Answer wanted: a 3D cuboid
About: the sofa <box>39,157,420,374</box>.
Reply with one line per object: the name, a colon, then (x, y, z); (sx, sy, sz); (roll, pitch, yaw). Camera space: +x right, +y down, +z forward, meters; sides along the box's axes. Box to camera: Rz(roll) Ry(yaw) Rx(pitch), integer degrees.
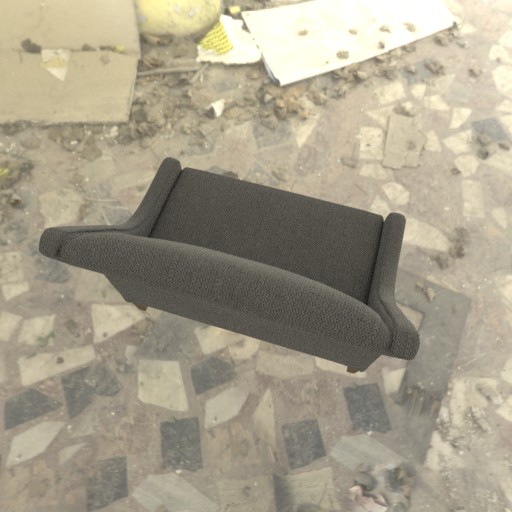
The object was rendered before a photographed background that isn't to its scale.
sofa: (0.000, 0.000, 1.953); (1.242, 1.022, 0.873); (15, 63, 8)
